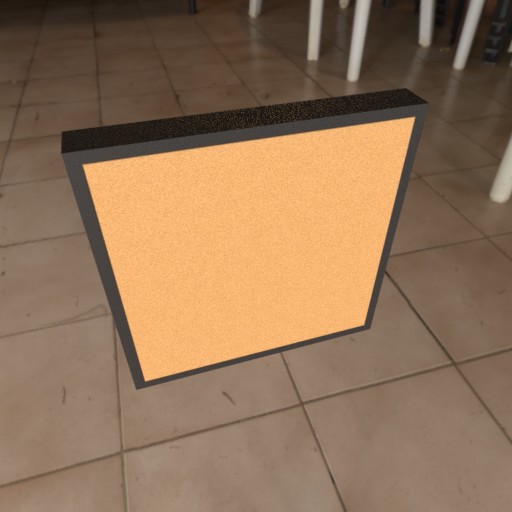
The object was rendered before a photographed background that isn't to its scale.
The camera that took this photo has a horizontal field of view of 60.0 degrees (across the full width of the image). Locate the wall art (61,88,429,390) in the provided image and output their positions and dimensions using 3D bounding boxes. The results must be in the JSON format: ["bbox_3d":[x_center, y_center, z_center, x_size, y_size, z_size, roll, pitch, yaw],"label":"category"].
[{"bbox_3d":[0.000,0.000,0.463,0.304,0.304,0.038,-12,42,-13],"label":"wall art"}]
